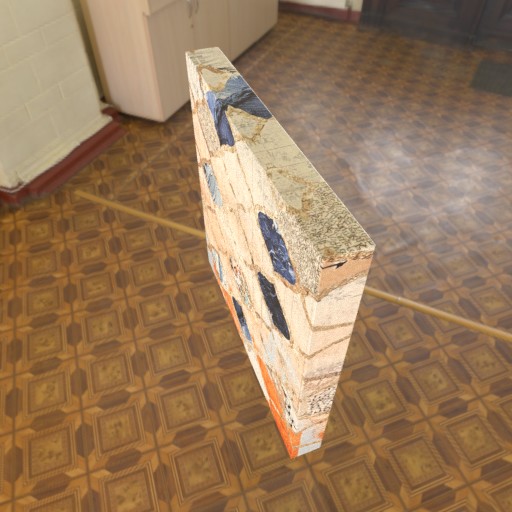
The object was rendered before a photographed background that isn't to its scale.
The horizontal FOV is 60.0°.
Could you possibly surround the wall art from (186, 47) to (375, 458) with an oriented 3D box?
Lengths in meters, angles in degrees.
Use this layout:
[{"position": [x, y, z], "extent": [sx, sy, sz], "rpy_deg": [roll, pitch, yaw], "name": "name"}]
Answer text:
[{"position": [0.000, 0.000, 0.453], "extent": [0.036, 0.304, 0.303], "rpy_deg": [-15, 48, -14], "name": "wall art"}]
